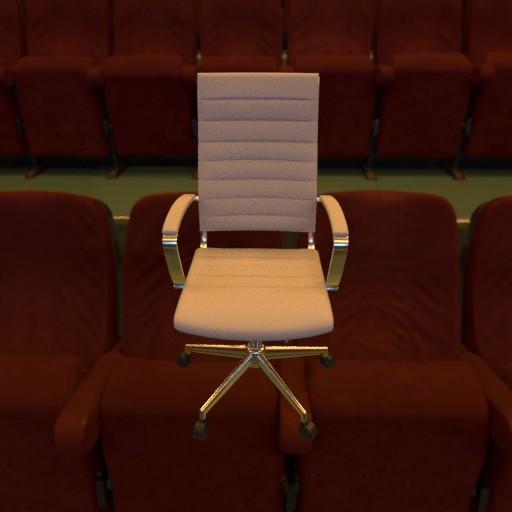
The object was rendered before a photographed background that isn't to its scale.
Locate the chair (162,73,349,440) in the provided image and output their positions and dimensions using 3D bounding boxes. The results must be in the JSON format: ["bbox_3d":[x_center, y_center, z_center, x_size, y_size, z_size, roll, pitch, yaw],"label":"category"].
[{"bbox_3d":[0.000,0.000,1.583,0.679,1.149,0.667,1,29,1],"label":"chair"}]
